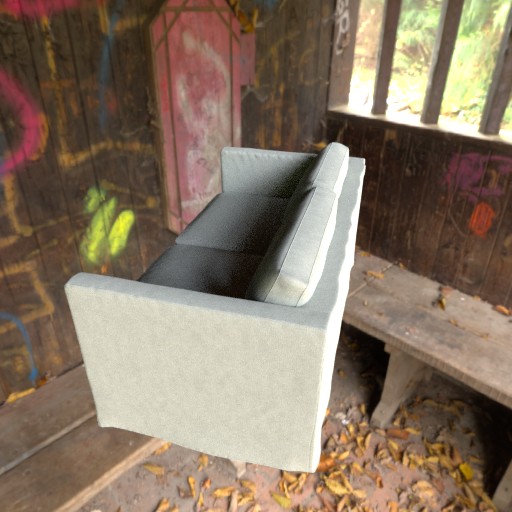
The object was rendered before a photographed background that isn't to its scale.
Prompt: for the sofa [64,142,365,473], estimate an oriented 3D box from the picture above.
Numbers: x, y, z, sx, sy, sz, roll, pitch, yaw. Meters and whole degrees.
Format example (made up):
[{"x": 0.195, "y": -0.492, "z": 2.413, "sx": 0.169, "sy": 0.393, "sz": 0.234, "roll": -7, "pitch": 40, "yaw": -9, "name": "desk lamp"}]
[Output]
[{"x": 0.000, "y": 0.000, "z": 2.263, "sx": 0.944, "sy": 0.830, "sz": 1.727, "roll": 8, "pitch": 31, "yaw": 13, "name": "sofa"}]
